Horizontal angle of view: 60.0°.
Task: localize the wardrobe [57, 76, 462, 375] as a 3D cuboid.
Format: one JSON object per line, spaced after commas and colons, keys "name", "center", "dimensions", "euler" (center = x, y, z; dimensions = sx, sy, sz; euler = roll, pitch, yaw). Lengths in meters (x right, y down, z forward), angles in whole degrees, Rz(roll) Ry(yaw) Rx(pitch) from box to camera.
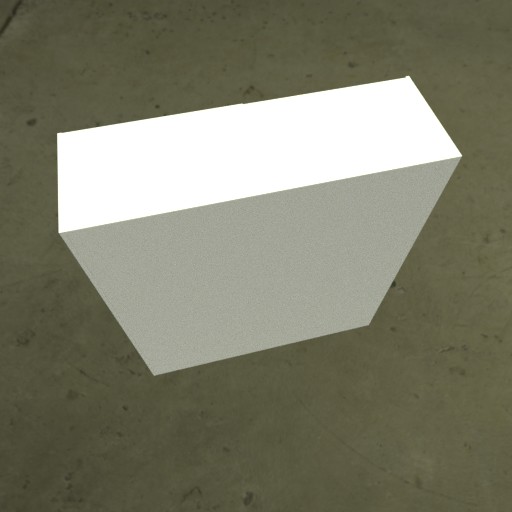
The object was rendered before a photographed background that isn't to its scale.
{"name": "wardrobe", "center": [0.000, 0.000, 2.964], "dimensions": [1.830, 2.020, 0.600], "euler": [-12, 59, -7]}
